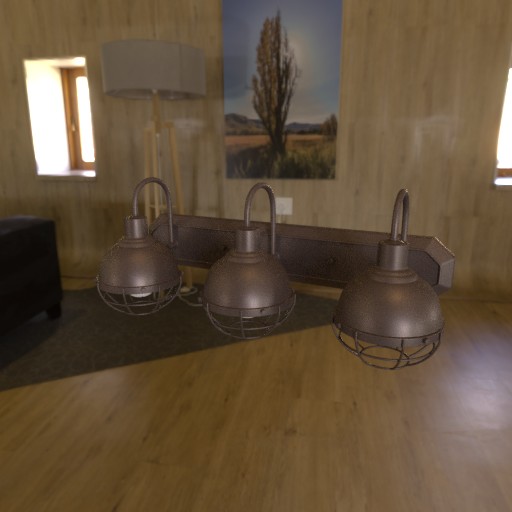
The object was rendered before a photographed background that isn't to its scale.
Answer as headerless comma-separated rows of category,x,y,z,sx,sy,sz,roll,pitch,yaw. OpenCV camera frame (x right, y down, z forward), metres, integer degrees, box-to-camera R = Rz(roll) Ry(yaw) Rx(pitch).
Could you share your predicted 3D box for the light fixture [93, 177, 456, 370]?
light fixture,0.000,0.000,0.781,0.634,0.254,0.229,7,16,25
